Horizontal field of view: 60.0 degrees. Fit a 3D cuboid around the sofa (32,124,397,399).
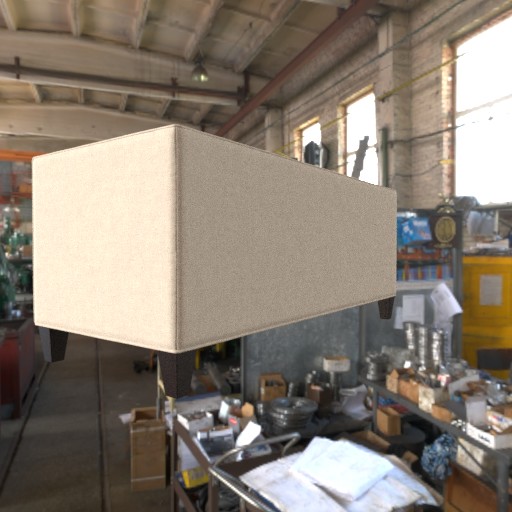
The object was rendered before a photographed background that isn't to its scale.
[{"bbox_3d":[0.000,0.000,2.139,0.775,0.762,1.778,1,2,36],"label":"sofa"}]
